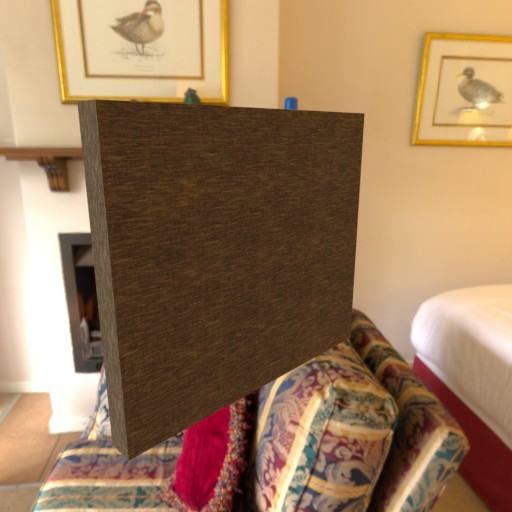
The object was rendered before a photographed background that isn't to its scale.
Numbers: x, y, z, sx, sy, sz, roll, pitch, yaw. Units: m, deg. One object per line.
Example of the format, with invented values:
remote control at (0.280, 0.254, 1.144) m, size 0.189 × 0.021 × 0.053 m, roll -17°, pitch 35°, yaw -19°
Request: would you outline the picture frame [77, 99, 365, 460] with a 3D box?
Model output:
picture frame at (0.000, 0.000, 0.523) m, size 0.378 × 0.330 × 0.033 m, roll -15°, pitch 21°, yaw -43°
